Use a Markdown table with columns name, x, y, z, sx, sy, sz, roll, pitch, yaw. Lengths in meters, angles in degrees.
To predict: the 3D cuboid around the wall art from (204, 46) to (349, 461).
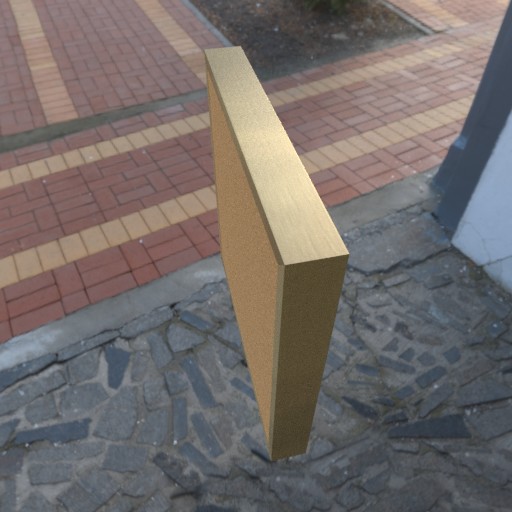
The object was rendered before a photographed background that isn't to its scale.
| name | x | y | z | sx | sy | sz | roll | pitch | yaw |
| --- | --- | --- | --- | --- | --- | --- | --- | --- | --- |
| wall art | 0.000 | 0.000 | 0.460 | 0.038 | 0.305 | 0.304 | -10 | 47 | -9 |
